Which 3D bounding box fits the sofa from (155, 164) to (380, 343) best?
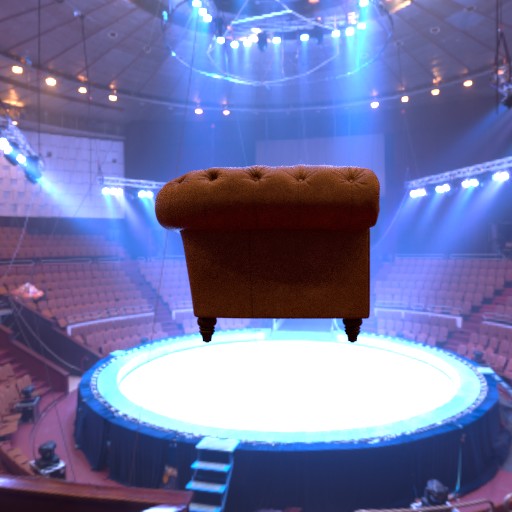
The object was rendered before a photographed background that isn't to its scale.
[{"bbox_3d":[0.000,0.000,2.874,0.989,0.760,2.365,0,0,0],"label":"sofa"}]
